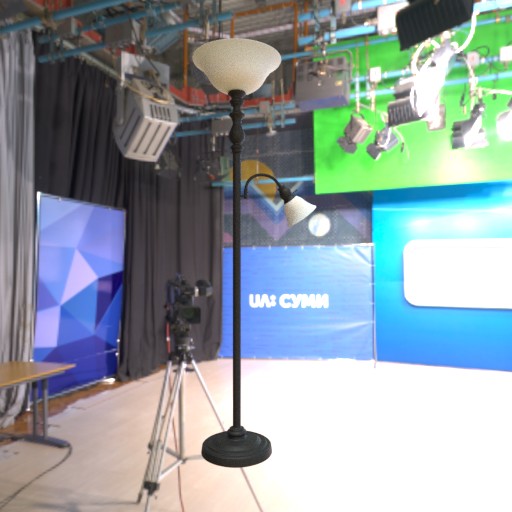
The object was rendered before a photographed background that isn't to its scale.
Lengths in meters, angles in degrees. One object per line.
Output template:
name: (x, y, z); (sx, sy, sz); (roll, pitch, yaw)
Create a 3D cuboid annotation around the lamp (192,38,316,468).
lamp: (0.000, 0.000, 2.051); (0.588, 1.793, 0.405); (0, -1, -17)
